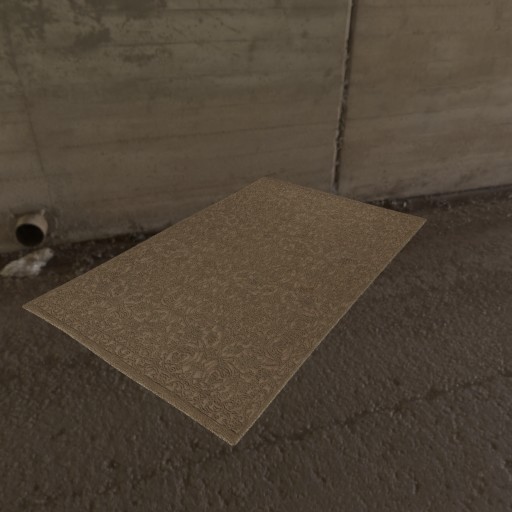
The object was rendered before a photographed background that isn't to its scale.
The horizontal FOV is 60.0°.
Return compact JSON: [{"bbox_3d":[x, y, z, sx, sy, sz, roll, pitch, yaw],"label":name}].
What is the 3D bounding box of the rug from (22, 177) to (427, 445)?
[{"bbox_3d":[0.000,0.000,2.970,1.529,0.012,2.435,21,37,30],"label":"rug"}]
